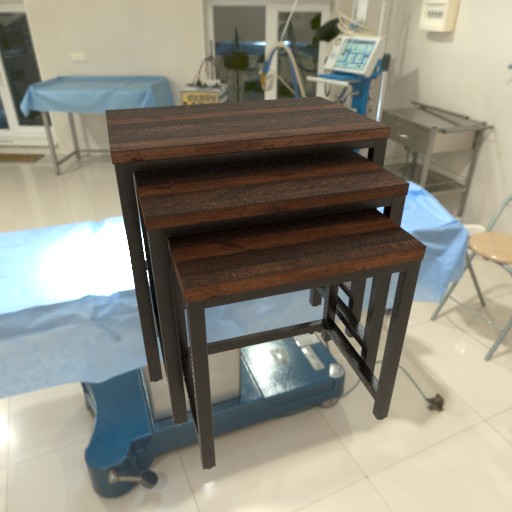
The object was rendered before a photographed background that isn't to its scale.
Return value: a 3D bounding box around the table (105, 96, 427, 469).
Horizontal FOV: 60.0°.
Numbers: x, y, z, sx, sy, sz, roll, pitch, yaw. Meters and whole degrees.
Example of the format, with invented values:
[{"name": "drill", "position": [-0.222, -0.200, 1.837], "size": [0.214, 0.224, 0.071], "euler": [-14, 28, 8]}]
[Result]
[{"name": "table", "position": [0.000, 0.000, 1.111], "size": [0.608, 0.616, 0.660], "euler": [-9, 31, -15]}]
